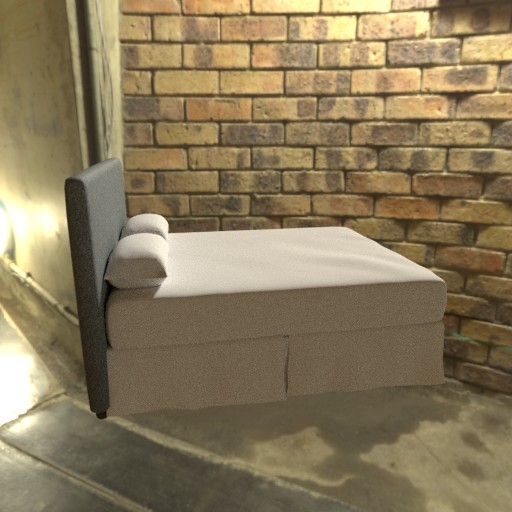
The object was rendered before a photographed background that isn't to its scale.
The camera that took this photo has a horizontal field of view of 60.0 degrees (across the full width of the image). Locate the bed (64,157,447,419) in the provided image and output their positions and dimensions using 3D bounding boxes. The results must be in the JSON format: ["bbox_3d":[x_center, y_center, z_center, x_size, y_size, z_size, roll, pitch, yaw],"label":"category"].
[{"bbox_3d":[0.000,0.000,3.176,2.142,1.330,1.723,-3,16,-10],"label":"bed"}]
